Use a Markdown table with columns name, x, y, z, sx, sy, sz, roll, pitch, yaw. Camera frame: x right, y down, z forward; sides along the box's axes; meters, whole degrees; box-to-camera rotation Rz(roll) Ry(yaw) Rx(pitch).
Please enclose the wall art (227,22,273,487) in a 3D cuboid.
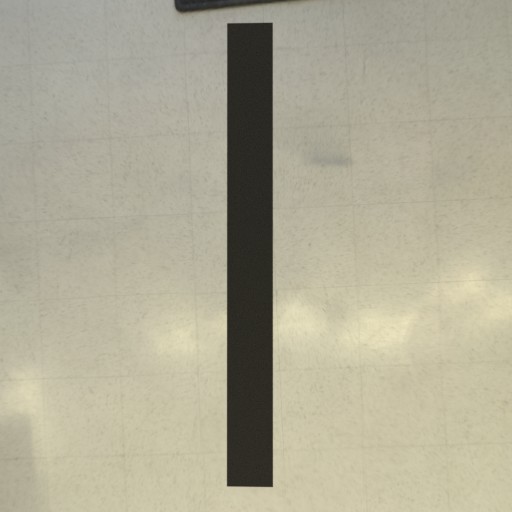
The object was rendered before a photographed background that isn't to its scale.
| name | x | y | z | sx | sy | sz | roll | pitch | yaw |
| --- | --- | --- | --- | --- | --- | --- | --- | --- | --- |
| wall art | 0.000 | 0.000 | 0.446 | 0.030 | 0.305 | 0.308 | 0 | 89 | 2 |
